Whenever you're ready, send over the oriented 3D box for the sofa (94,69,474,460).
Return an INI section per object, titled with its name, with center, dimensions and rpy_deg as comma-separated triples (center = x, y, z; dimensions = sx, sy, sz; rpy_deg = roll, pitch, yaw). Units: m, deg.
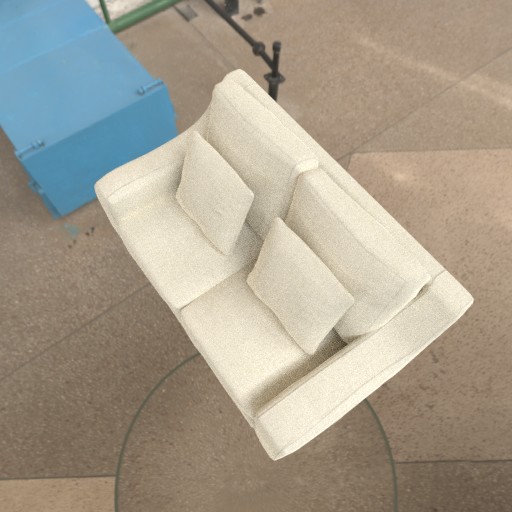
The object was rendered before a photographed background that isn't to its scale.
[sofa]
center = 0.000, 0.000, 2.316
dimensions = 1.040, 1.047, 1.744
rpy_deg = -33, 68, -15
